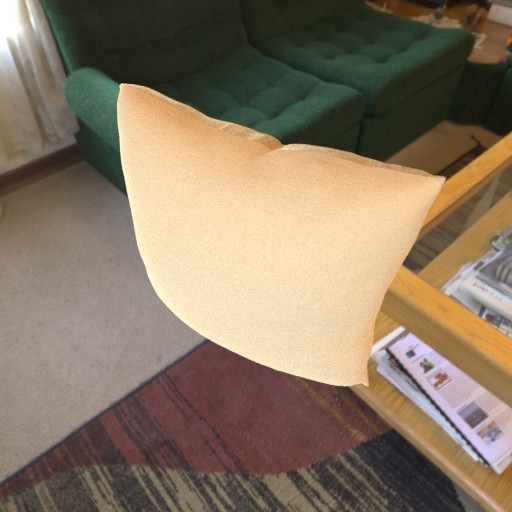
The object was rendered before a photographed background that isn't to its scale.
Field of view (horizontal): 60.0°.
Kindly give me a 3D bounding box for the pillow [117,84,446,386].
[{"bbox_3d":[0.000,0.000,0.691,0.450,0.448,0.245,23,51,20],"label":"pillow"}]
